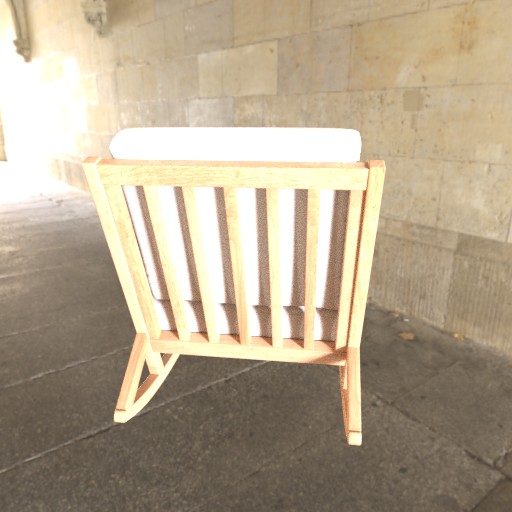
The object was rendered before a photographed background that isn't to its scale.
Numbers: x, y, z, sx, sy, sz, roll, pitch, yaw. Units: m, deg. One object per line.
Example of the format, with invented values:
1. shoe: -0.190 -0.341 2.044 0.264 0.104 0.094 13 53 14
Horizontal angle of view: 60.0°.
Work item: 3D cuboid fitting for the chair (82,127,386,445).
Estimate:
1. chair: 0.000 0.000 1.391 0.622 0.790 0.857 2 18 8
